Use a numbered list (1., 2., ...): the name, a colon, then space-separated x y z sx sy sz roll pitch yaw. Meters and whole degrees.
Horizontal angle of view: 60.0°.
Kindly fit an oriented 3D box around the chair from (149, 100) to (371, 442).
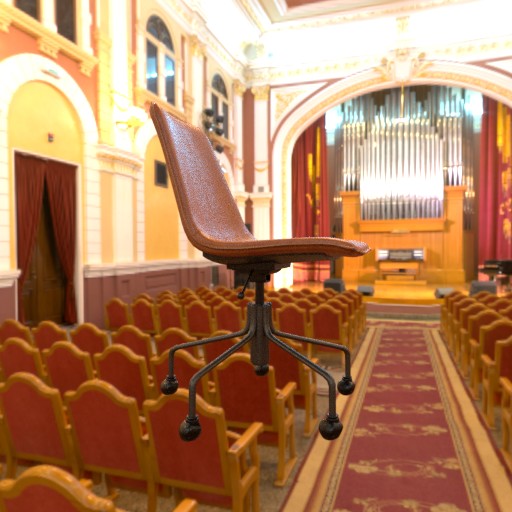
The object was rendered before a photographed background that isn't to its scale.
1. chair: 0.000 0.000 1.363 0.660 0.920 0.651 0 1 19
